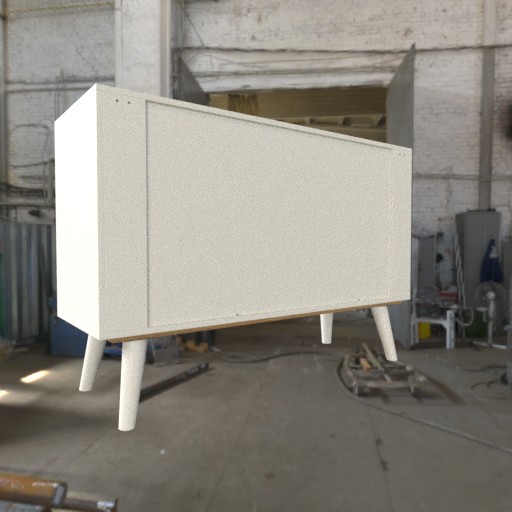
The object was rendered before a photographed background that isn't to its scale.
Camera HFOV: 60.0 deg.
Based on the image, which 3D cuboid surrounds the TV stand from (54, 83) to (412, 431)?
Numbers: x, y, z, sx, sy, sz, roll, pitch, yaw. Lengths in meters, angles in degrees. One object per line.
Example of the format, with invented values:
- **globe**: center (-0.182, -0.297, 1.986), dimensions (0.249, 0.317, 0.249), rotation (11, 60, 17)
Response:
- **TV stand**: center (0.000, 0.000, 1.526), dimensions (1.193, 0.812, 0.406), rotation (-1, 2, -36)
